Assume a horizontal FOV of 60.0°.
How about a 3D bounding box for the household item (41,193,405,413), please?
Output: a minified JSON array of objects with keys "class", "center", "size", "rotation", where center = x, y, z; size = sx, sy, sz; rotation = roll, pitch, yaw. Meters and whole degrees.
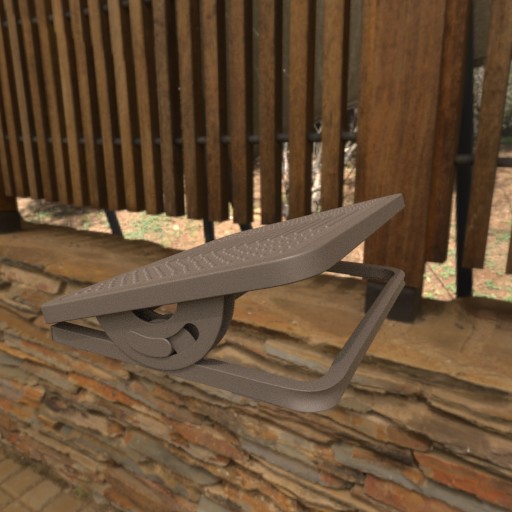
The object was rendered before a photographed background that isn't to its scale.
[{"class":"household item","center":[0.000,0.000,0.525],"size":[0.301,0.126,0.390],"rotation":[7,16,26]}]
